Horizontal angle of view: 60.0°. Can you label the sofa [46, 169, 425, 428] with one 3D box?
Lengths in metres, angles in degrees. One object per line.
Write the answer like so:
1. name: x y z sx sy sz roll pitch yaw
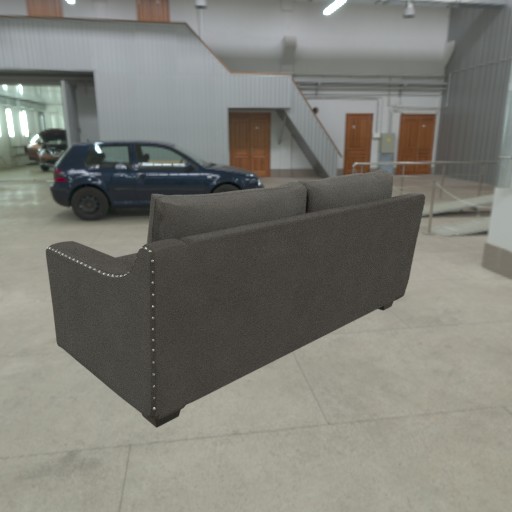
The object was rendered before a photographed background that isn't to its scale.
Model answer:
1. sofa: 0.000 0.000 3.284 2.550 1.196 1.336 -15 21 -42
